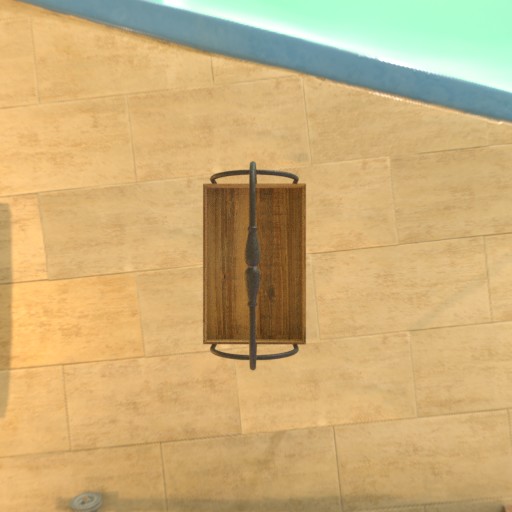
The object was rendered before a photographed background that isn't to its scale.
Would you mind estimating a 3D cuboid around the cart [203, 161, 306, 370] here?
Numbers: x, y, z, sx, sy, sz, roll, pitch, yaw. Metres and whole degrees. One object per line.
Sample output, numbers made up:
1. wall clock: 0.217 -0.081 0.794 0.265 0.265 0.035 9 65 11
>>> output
1. cart: 0.000 0.000 1.706 0.308 1.481 0.581 0 90 1
